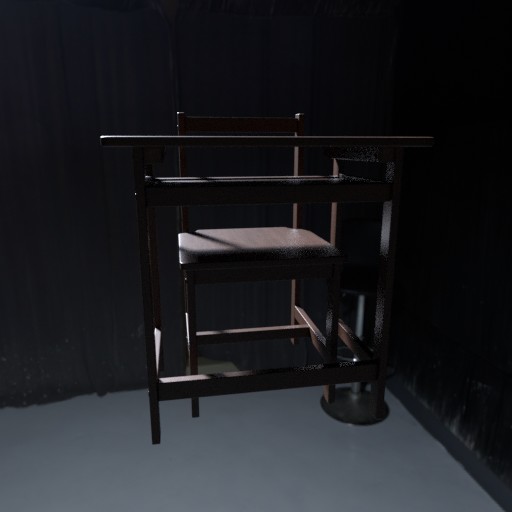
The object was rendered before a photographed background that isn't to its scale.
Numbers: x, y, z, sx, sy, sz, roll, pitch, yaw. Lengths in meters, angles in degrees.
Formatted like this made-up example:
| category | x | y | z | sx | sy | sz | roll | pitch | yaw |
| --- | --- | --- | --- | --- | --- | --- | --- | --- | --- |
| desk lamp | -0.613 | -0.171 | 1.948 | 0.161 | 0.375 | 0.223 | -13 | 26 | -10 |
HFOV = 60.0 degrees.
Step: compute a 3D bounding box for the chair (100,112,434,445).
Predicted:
| category | x | y | z | sx | sy | sz | roll | pitch | yaw |
| --- | --- | --- | --- | --- | --- | --- | --- | --- | --- |
| chair | 0.000 | 0.000 | 1.053 | 0.599 | 0.673 | 0.463 | -2 | 14 | -10 |
